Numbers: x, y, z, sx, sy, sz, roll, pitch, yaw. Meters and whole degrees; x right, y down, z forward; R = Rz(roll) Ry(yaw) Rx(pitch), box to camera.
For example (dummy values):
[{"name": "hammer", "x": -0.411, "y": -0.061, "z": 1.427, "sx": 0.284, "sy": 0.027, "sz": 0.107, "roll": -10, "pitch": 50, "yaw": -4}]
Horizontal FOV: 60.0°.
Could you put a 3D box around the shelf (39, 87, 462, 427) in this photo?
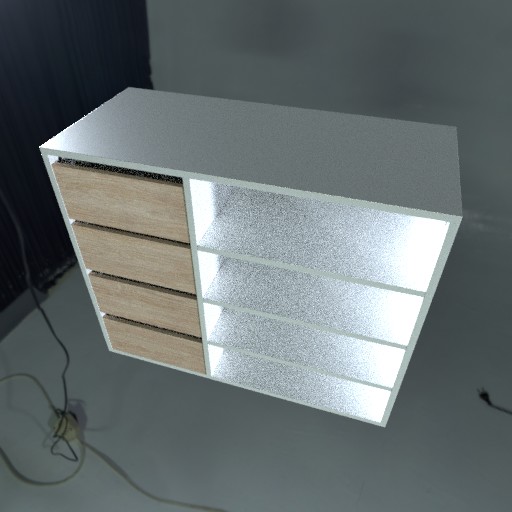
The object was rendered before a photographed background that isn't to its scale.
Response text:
[{"name": "shelf", "x": 0.000, "y": 0.000, "z": 1.272, "sx": 0.895, "sy": 0.732, "sz": 0.396, "roll": 12, "pitch": 42, "yaw": 13}]
